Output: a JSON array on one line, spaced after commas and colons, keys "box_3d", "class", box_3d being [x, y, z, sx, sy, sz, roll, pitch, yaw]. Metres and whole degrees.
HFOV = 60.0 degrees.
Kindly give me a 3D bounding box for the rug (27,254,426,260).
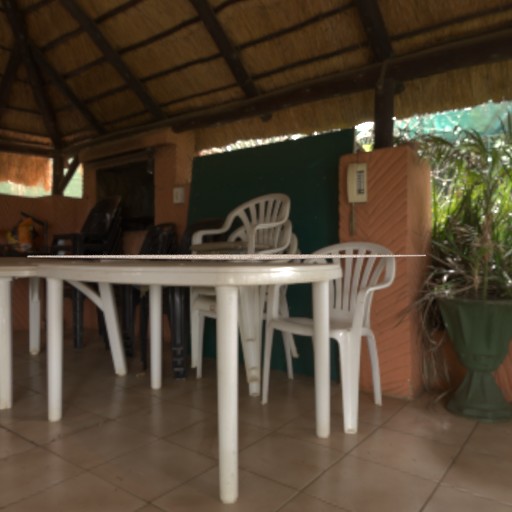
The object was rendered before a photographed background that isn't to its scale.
[{"box_3d": [0.000, 0.000, 2.953, 1.593, 0.008, 2.238, 0, 1, 36], "class": "rug"}]
